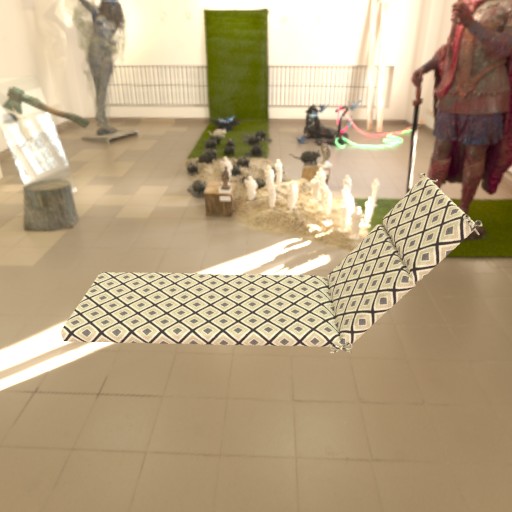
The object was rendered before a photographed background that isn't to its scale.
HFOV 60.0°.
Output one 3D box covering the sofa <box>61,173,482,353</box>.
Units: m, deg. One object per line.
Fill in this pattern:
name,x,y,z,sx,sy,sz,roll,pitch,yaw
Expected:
sofa,0.000,0.000,1.971,1.663,0.622,0.582,1,28,1
